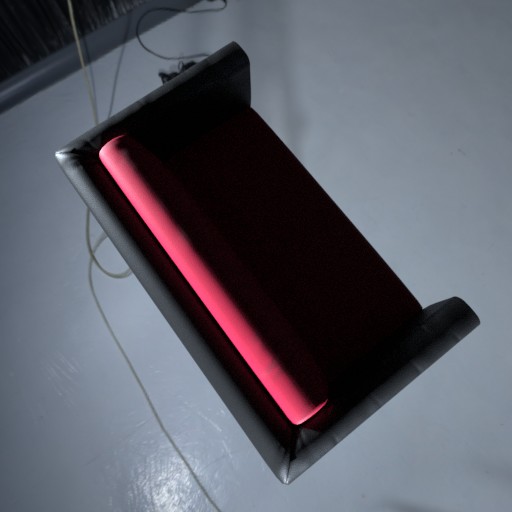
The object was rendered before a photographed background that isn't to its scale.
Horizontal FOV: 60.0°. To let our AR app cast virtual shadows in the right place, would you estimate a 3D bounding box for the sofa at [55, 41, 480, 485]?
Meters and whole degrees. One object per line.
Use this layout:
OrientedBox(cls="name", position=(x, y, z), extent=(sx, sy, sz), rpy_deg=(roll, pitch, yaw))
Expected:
OrientedBox(cls="sofa", position=(0.000, 0.000, 1.842), extent=(0.845, 0.735, 1.410), rpy_deg=(-36, 78, -9))
